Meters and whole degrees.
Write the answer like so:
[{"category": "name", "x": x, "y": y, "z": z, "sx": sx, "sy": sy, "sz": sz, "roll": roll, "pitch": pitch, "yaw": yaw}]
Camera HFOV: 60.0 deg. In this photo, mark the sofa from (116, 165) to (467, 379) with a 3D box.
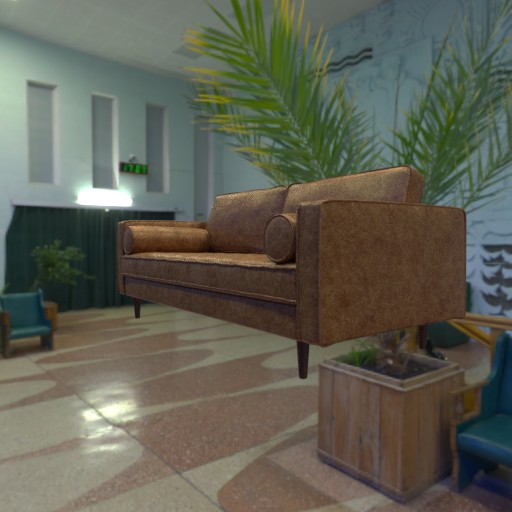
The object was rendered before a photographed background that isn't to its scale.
[{"category": "sofa", "x": 0.000, "y": 0.000, "z": 2.426, "sx": 0.924, "sy": 0.825, "sz": 1.920, "roll": -1, "pitch": 2, "yaw": -36}]
